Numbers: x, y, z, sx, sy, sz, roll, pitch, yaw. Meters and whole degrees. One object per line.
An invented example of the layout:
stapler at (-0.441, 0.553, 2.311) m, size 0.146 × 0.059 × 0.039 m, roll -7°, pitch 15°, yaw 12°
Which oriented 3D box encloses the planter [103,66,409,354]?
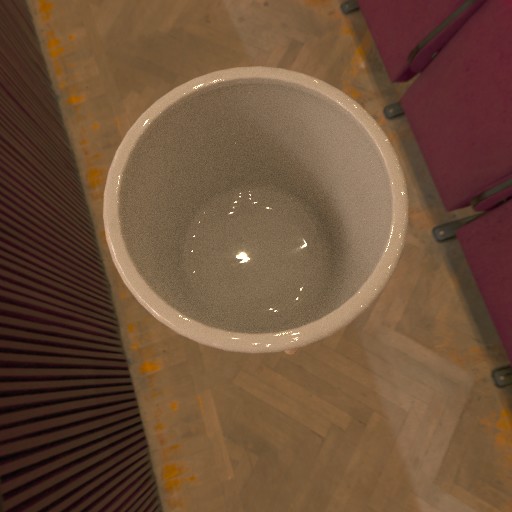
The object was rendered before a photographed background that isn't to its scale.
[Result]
planter at (0.000, 0.000, 0.471) m, size 0.217 × 0.331 × 0.217 m, roll -15°, pitch 76°, yaw -4°
